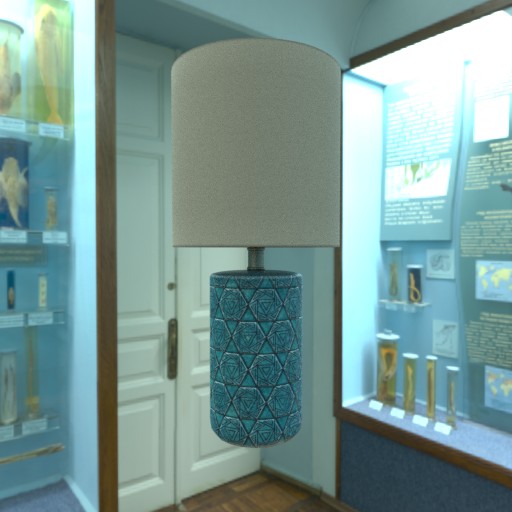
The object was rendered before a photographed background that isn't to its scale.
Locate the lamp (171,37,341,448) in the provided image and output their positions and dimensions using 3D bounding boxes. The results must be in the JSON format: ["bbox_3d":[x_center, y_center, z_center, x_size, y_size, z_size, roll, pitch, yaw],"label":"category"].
[{"bbox_3d":[0.000,0.000,0.745,0.278,0.597,0.278,-1,1,-36],"label":"lamp"}]
